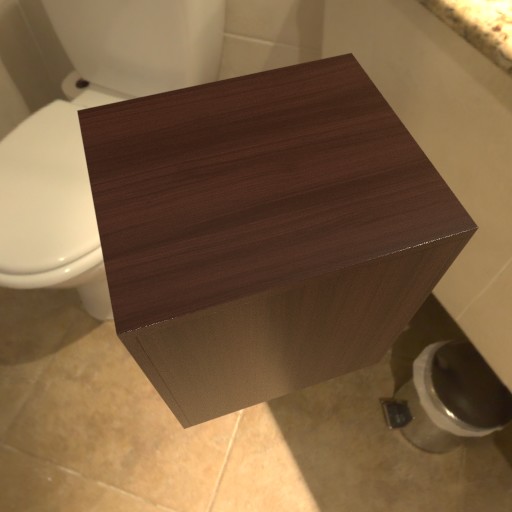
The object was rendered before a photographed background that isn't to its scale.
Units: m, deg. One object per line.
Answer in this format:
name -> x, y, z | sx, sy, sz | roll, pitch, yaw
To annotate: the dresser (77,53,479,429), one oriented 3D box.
dresser -> 0.000, 0.000, 0.746 | 0.400, 0.470, 0.360 | -16, 60, -9
